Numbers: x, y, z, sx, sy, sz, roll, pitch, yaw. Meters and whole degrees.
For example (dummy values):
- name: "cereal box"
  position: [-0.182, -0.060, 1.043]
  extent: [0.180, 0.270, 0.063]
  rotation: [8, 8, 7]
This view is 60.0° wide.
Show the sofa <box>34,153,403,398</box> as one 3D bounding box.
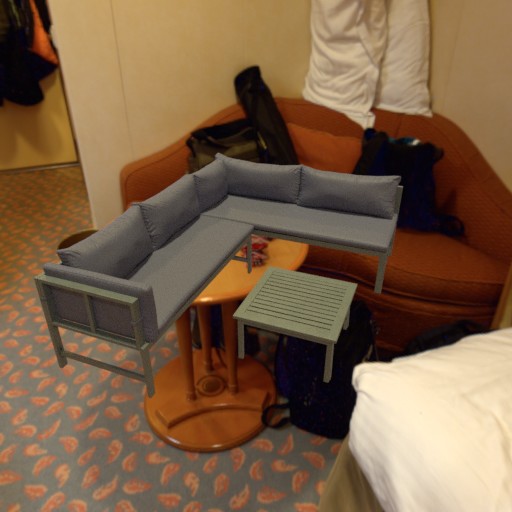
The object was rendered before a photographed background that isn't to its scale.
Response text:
- name: "sofa"
  position: [0.000, 0.000, 3.034]
  extent: [1.658, 0.762, 2.149]
  rotation: [11, 31, 19]
